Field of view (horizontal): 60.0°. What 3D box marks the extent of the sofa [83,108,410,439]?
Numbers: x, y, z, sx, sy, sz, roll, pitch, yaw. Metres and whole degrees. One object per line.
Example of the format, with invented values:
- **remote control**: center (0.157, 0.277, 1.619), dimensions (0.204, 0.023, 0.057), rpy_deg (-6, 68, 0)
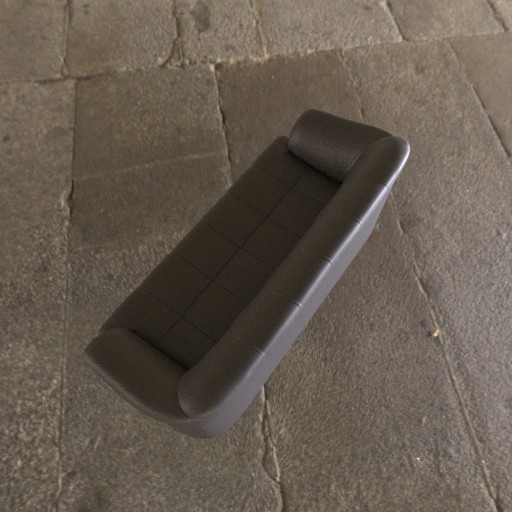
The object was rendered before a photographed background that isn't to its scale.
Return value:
- **sofa**: center (0.000, 0.000, 2.291), dimensions (0.800, 0.811, 1.829), rpy_deg (33, 68, 16)
